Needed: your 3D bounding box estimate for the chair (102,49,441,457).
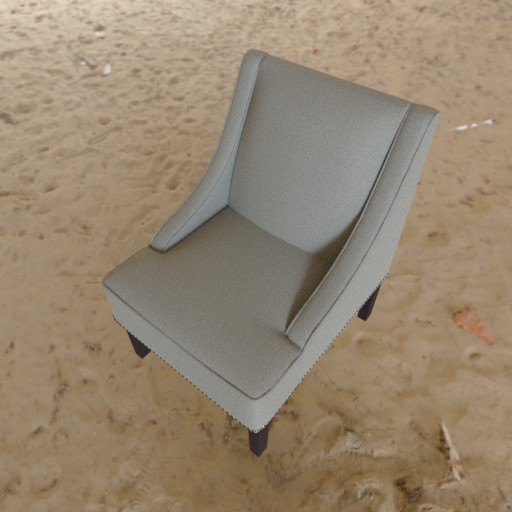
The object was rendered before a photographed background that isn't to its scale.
[{"bbox_3d":[0.000,0.000,1.337,0.610,0.864,0.737,31,54,26],"label":"chair"}]
